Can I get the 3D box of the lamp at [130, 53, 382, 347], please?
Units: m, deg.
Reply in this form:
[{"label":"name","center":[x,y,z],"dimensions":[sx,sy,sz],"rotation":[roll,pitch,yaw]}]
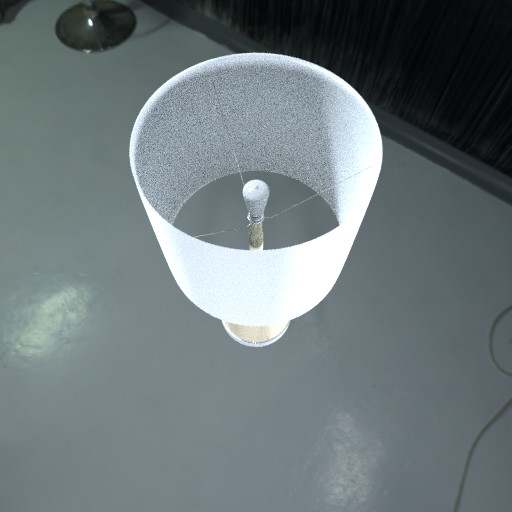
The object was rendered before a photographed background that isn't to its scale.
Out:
[{"label":"lamp","center":[0.000,0.000,0.610],"dimensions":[0.229,0.470,0.229],"rotation":[33,68,15]}]
